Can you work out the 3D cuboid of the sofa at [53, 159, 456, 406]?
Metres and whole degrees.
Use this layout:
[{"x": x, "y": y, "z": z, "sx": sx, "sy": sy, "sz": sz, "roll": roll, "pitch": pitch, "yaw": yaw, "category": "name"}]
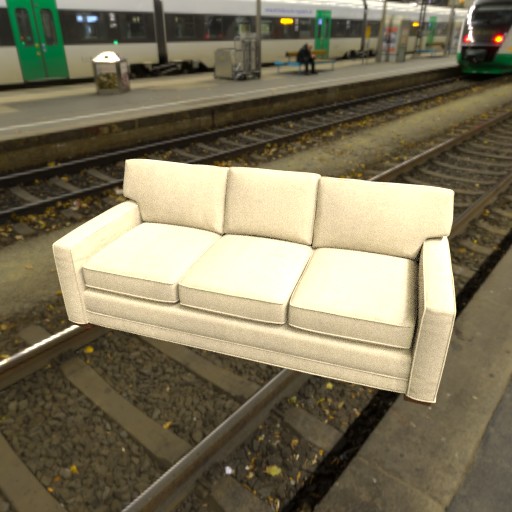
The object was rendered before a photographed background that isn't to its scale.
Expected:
[{"x": 0.000, "y": 0.000, "z": 2.588, "sx": 2.093, "sy": 0.862, "sz": 0.936, "roll": 9, "pitch": 28, "yaw": 17, "category": "sofa"}]
